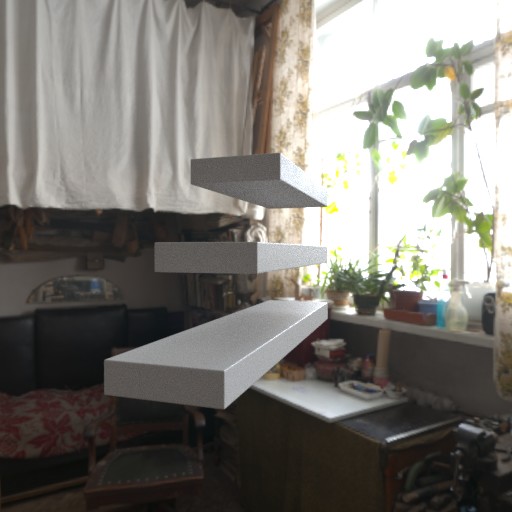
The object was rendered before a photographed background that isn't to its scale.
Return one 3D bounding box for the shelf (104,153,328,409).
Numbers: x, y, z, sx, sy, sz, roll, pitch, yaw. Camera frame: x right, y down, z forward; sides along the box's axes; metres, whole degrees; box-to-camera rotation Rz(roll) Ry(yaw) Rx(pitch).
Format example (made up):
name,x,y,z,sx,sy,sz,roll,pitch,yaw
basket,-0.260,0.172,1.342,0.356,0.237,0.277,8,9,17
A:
name,x,y,z,sx,sy,sz,roll,pitch,yaw
shelf,0.000,0.000,0.741,0.140,0.293,0.610,0,1,19
